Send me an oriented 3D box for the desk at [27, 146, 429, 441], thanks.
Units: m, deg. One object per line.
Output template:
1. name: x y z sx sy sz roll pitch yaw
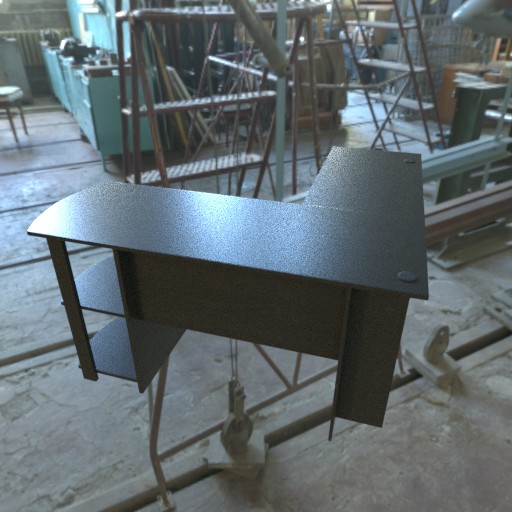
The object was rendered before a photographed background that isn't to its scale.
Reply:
1. desk: 0.000 0.000 2.069 1.361 0.716 1.303 9 31 15
